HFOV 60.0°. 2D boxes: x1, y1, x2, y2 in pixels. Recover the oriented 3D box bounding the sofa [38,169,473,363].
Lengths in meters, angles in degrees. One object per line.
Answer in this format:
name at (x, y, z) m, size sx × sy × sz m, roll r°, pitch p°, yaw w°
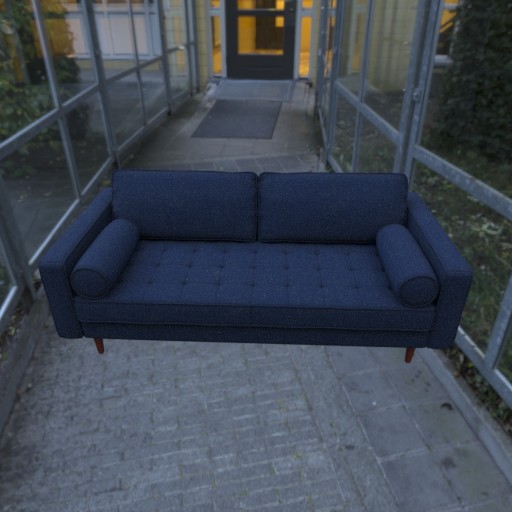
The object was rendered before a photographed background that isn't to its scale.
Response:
sofa at (0.000, 0.000, 2.353) m, size 1.880 × 0.762 × 0.914 m, roll 1°, pitch 30°, yaw 2°
